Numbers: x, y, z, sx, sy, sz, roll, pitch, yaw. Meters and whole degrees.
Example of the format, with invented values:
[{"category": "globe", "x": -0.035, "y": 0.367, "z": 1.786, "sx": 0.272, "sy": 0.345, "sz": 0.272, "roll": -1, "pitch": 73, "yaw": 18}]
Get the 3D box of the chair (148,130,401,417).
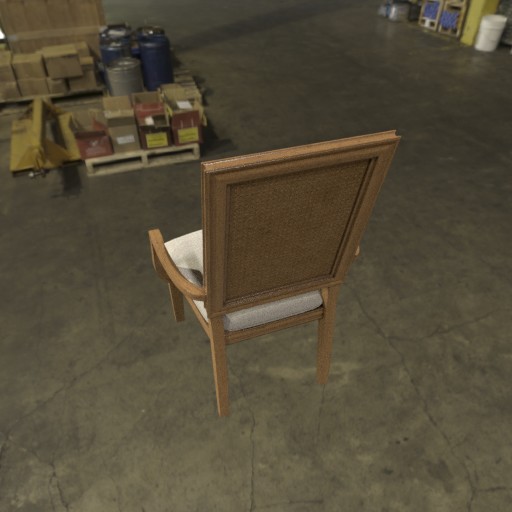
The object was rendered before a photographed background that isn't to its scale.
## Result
[{"category": "chair", "x": 0.000, "y": 0.000, "z": 1.384, "sx": 0.606, "sy": 0.990, "sz": 0.602, "roll": -13, "pitch": 41, "yaw": -15}]
